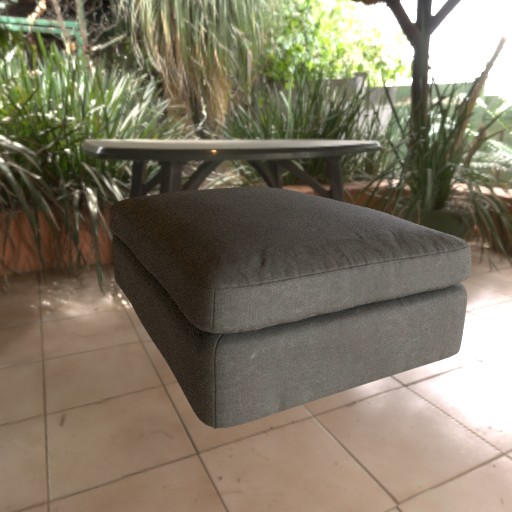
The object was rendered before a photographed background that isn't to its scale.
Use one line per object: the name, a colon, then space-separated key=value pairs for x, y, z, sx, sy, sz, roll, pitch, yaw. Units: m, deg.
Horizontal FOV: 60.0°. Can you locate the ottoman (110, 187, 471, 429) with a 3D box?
ottoman: x=0.000 y=0.000 z=1.600 sx=0.840 sy=0.429 sz=1.199 roll=-8 pitch=18 yaw=-26
